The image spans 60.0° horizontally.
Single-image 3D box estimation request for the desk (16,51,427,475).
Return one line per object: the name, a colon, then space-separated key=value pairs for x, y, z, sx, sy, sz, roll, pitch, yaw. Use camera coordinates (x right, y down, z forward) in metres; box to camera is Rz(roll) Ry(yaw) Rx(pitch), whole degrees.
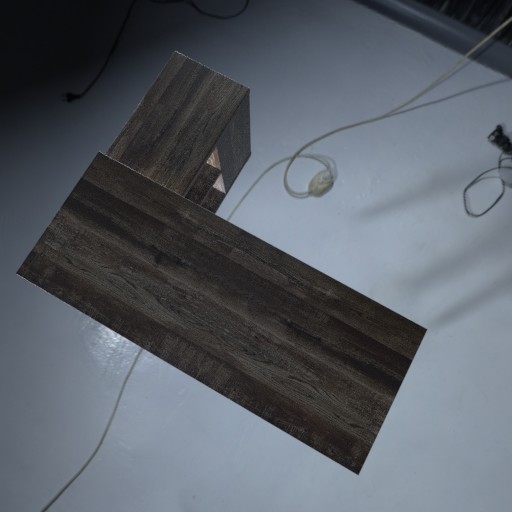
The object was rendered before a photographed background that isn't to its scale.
desk: x=0.000 y=0.000 z=2.165 sx=1.524 sy=0.753 sz=1.200 roll=29 pitch=79 yaw=6
